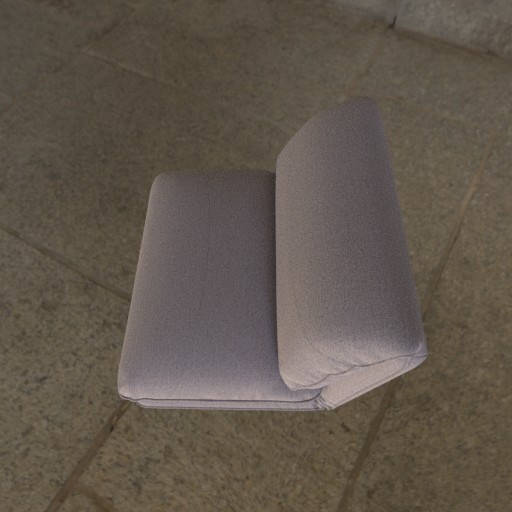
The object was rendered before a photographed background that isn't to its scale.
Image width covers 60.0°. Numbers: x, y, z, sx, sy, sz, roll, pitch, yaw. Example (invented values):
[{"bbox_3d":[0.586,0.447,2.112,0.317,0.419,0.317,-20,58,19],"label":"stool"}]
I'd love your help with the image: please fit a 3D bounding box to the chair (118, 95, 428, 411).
[{"bbox_3d":[0.000,0.000,1.337,0.780,0.580,0.820,1,59,0],"label":"chair"}]
